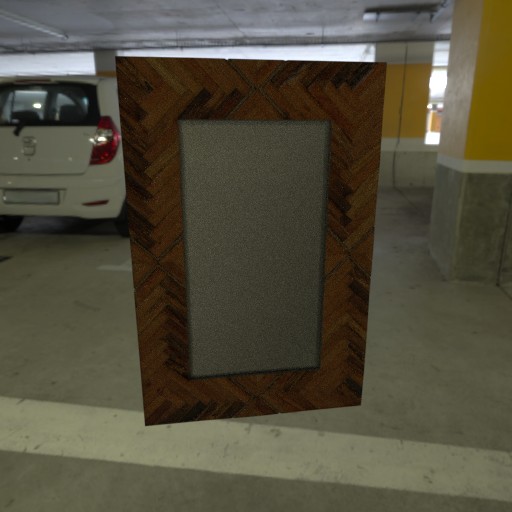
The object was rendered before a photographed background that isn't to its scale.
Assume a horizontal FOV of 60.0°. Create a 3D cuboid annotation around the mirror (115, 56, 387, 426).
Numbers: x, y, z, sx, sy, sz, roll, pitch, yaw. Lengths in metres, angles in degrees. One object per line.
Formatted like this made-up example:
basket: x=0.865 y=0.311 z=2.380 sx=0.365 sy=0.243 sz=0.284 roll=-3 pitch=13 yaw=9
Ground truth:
mirror: x=0.000 y=0.000 z=1.119 sx=0.606 sy=0.912 sz=0.044 roll=-2 pitch=16 yaw=-8
